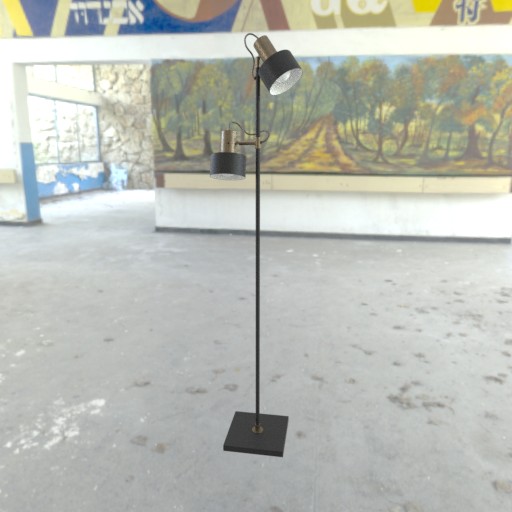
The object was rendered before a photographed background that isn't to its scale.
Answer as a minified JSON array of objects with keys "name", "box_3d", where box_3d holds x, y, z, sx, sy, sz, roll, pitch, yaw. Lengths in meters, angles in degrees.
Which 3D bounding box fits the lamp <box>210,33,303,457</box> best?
[{"name":"lamp","box_3d":[0.000,0.000,1.632,0.315,1.505,0.233,2,14,9]}]
